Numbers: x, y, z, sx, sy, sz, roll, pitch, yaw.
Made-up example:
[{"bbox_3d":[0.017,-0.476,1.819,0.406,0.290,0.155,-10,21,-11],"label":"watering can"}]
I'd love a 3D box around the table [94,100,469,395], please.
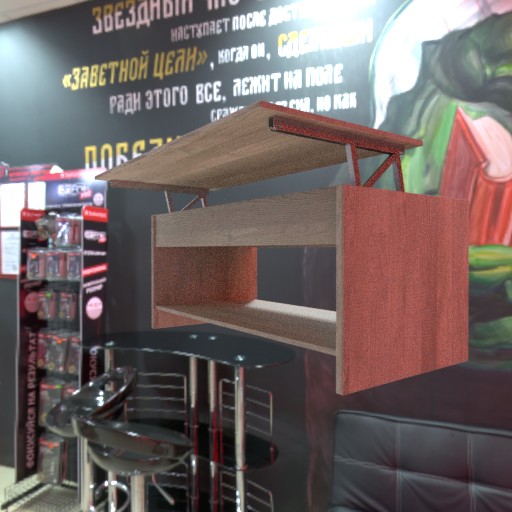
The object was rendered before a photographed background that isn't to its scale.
[{"bbox_3d":[0.000,0.000,1.405,0.712,0.570,1.000,-1,1,-36],"label":"table"}]
